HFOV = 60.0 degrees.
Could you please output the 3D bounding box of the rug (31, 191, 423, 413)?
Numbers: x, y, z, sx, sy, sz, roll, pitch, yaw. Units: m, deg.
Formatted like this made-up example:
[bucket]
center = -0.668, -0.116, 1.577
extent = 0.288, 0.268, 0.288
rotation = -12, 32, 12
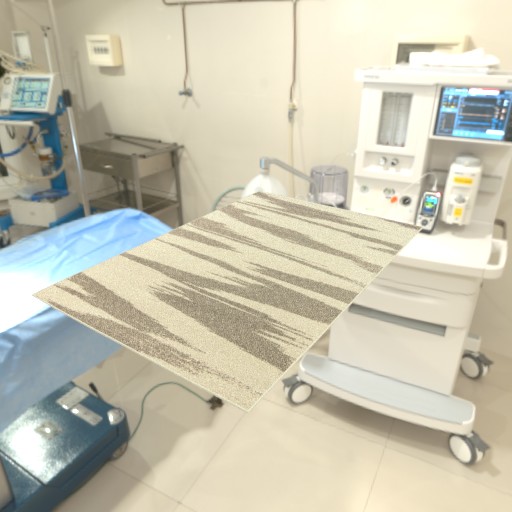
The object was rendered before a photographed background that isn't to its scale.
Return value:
[rug]
center = 0.000, 0.000, 2.359
extent = 1.225, 0.008, 1.827
rotation = 17, 31, 31
